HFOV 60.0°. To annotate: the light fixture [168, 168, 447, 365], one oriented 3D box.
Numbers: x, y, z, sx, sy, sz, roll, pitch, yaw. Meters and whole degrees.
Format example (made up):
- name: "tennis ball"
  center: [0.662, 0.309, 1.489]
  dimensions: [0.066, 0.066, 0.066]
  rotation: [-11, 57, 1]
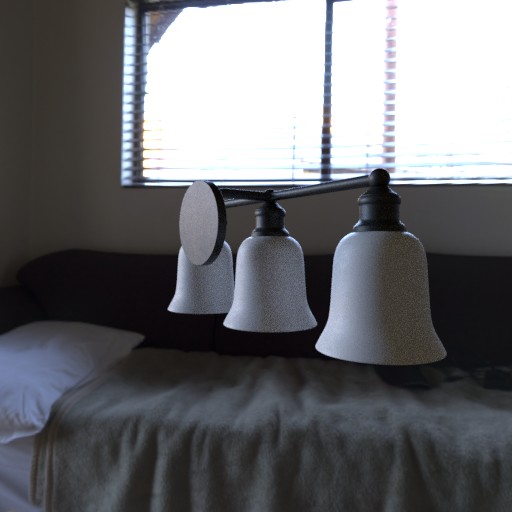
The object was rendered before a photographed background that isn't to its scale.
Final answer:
- name: "light fixture"
  center: [0.000, 0.000, 0.672]
  dimensions: [0.198, 0.211, 0.570]
  rotation: [-1, 1, -34]
